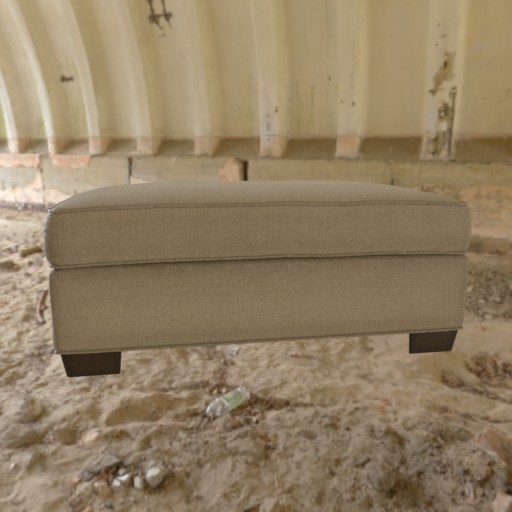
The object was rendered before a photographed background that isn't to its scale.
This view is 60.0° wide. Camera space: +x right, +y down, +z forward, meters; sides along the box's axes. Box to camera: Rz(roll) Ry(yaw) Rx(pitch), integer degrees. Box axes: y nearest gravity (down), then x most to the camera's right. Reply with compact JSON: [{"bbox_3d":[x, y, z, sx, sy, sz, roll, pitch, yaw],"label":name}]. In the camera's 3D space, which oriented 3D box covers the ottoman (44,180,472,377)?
[{"bbox_3d":[0.000,0.000,1.415,1.097,0.461,0.617,-2,13,-8],"label":"ottoman"}]
